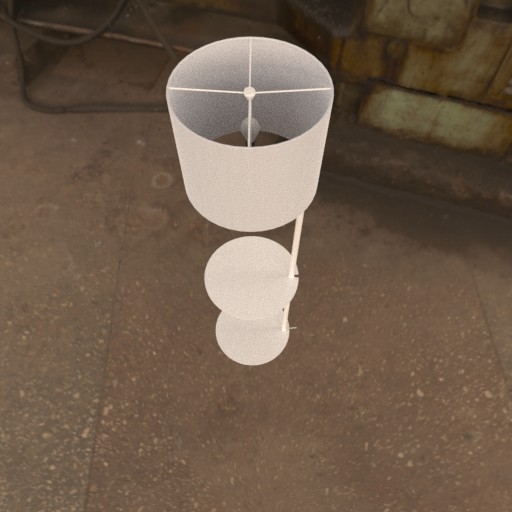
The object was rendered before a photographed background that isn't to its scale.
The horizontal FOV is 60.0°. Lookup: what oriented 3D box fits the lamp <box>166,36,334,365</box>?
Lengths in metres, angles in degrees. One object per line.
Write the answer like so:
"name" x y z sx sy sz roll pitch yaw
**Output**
"lamp" 0.000 0.000 1.614 0.405 1.465 0.372 0 59 0
